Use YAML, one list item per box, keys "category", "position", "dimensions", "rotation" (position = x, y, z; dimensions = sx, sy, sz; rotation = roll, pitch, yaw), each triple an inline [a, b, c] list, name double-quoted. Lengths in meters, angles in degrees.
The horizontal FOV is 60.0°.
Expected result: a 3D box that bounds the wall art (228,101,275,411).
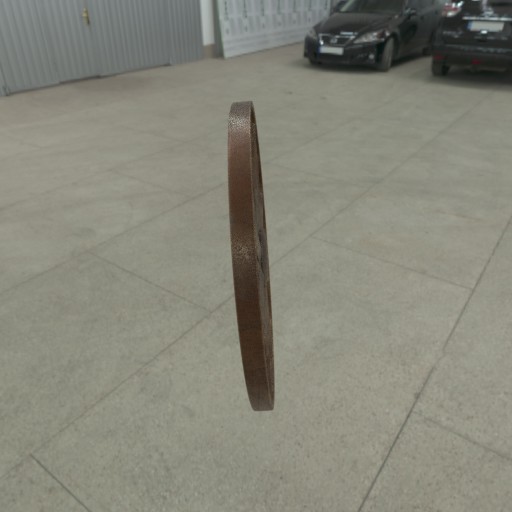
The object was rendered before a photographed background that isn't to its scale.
- category: "wall art"
  position: [0.000, 0.000, 0.882]
  dimensions: [0.084, 0.583, 0.582]
  rotation: [0, 32, 0]
